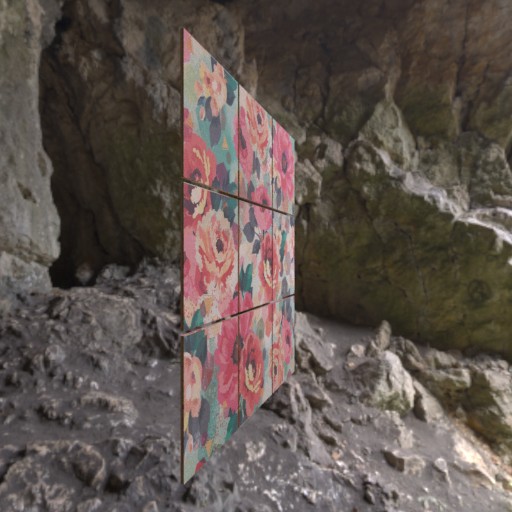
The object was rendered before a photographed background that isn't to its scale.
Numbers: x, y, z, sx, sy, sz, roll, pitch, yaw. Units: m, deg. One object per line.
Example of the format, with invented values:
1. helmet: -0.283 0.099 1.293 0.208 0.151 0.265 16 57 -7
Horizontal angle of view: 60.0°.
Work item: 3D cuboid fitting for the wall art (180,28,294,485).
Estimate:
1. wall art: 0.000 0.000 2.194 0.013 1.519 1.521 0 0 19
